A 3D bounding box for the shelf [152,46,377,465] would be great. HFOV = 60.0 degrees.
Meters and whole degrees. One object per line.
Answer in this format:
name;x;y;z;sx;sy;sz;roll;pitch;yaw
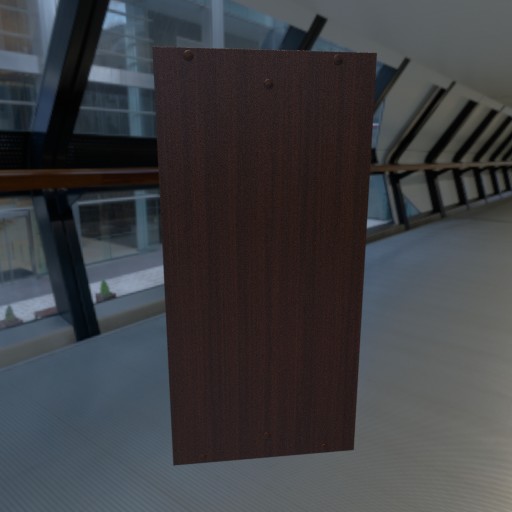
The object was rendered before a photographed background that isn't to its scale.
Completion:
shelf;0.000;0.000;0.756;0.290;0.600;0.253;-2;13;-7
